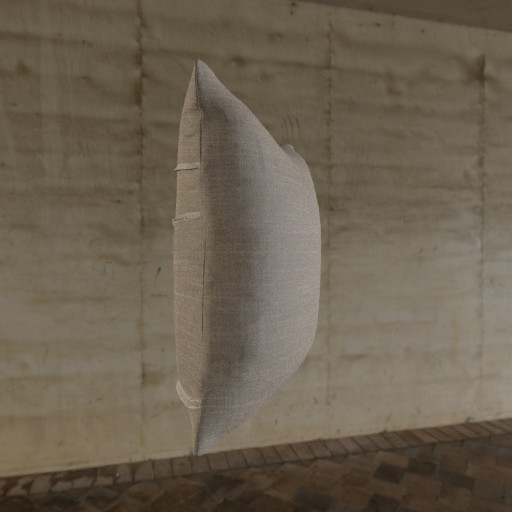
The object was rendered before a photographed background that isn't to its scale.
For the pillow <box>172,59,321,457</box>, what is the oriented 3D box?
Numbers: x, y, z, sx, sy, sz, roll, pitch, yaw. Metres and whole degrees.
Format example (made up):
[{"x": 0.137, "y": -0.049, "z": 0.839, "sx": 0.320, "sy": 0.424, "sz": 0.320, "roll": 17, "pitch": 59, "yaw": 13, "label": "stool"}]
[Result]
[{"x": 0.000, "y": 0.000, "z": 0.635, "sx": 0.169, "sy": 0.400, "sz": 0.424, "roll": 0, "pitch": 1, "yaw": 18, "label": "pillow"}]
